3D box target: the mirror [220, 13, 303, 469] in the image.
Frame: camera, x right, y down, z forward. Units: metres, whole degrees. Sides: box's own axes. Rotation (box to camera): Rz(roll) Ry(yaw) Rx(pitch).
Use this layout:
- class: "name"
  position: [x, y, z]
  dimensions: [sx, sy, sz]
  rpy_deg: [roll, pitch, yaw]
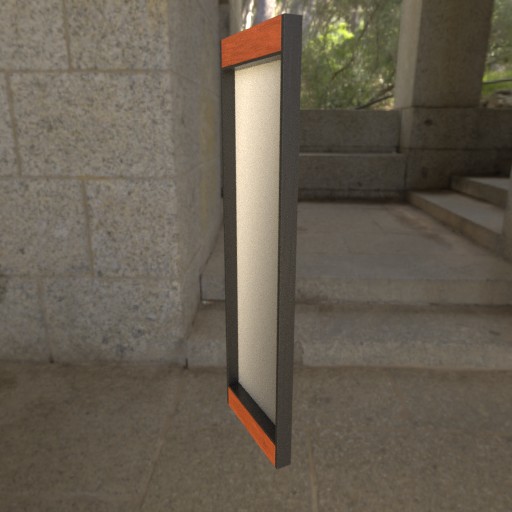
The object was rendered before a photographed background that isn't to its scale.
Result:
- class: "mirror"
  position: [0.000, 0.000, 1.212]
  dimensions: [0.047, 1.123, 0.343]
  rpy_deg: [-8, 18, -26]
